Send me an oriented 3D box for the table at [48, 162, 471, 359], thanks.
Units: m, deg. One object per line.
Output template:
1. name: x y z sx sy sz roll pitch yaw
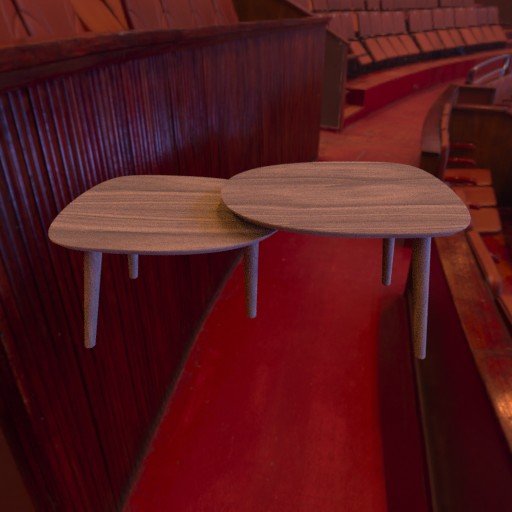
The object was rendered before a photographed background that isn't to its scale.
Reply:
1. table: 0.000 0.000 1.336 1.084 0.429 0.527 2 30 3
